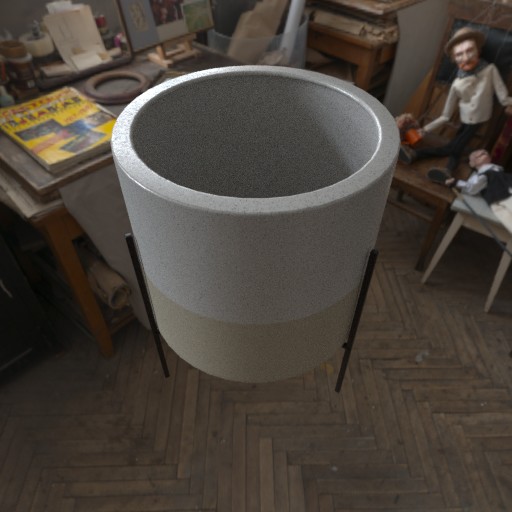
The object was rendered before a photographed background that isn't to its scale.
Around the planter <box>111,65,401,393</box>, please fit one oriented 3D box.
[{"bbox_3d":[0.000,0.000,0.729,0.359,0.484,0.368,4,45,4],"label":"planter"}]
